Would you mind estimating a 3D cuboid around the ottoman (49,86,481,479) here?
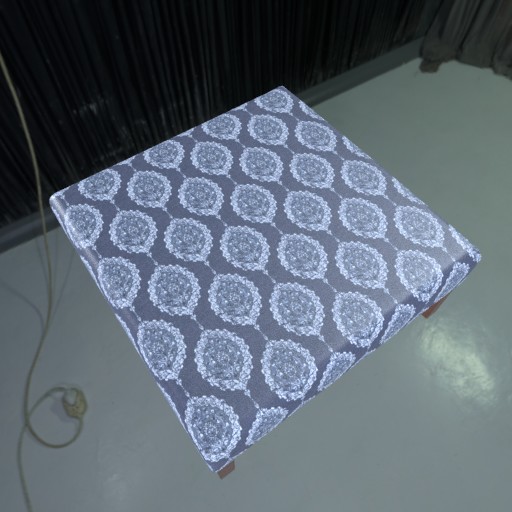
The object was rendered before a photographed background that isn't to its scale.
[{"bbox_3d":[0.000,0.000,1.381,0.889,0.409,0.890,-31,63,-19],"label":"ottoman"}]
